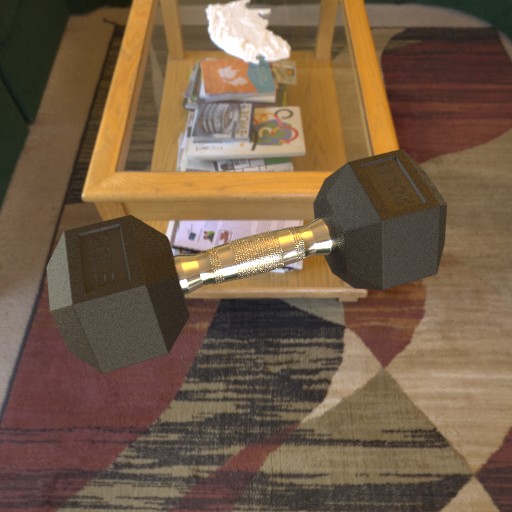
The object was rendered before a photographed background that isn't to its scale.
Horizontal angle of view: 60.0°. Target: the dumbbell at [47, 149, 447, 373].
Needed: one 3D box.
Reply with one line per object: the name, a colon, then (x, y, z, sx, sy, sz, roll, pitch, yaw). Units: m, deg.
dumbbell: (0.000, 0.000, 0.351, 0.297, 0.101, 0.116, -15, 59, -9)
